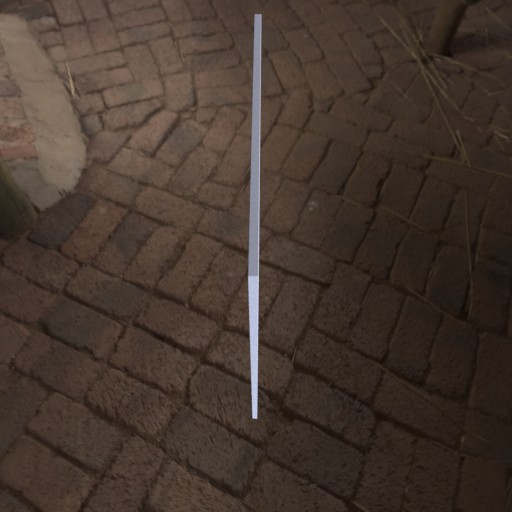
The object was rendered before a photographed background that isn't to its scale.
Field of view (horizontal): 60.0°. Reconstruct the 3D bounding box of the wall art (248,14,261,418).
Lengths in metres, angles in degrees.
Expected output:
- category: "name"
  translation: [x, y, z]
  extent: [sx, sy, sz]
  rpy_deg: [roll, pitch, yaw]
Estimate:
- category: "wall art"
  translation: [0.000, 0.000, 1.217]
  extent: [0.015, 0.965, 0.660]
  rpy_deg: [1, 58, 0]
